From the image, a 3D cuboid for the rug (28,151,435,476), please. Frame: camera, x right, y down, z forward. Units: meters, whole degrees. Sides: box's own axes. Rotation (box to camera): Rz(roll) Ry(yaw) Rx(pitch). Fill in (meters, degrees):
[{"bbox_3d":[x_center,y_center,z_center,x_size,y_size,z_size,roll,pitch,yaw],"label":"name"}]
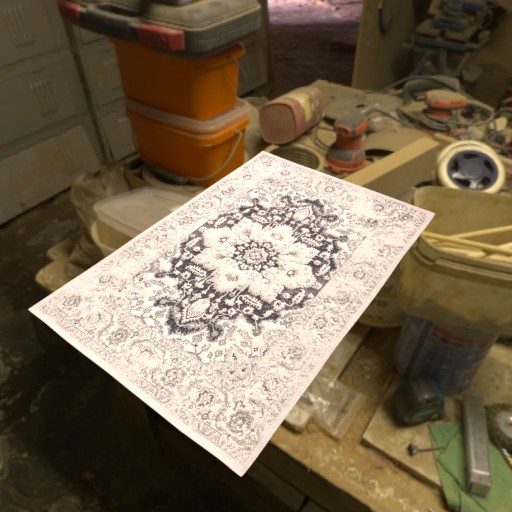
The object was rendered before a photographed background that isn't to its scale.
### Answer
[{"bbox_3d":[0.000,0.000,2.264,1.223,0.008,1.813,26,48,26],"label":"rug"}]
